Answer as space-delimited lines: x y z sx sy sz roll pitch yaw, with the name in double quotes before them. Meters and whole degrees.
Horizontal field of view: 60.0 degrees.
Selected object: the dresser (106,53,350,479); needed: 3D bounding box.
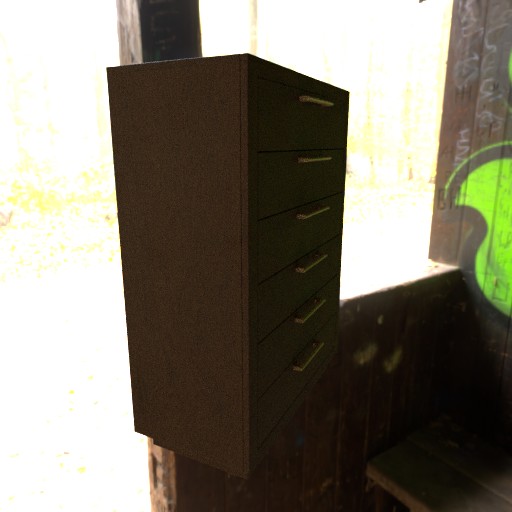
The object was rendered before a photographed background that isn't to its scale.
"dresser" 0.000 0.000 1.785 0.516 1.320 0.964 7 16 26
